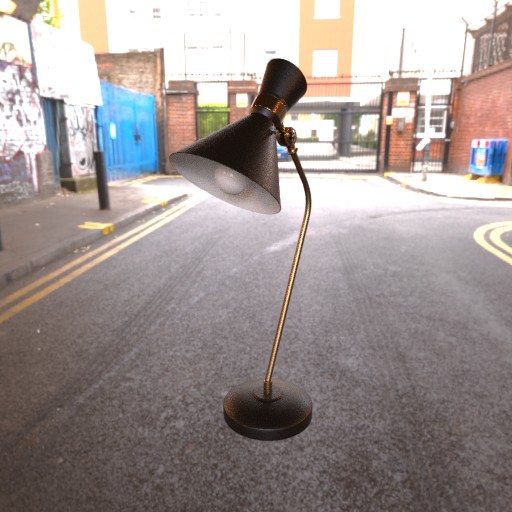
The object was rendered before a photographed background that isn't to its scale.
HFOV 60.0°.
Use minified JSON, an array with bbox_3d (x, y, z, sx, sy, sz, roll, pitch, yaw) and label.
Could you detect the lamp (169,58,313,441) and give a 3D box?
[{"bbox_3d":[0.000,0.000,0.766,0.292,0.647,0.189,-14,20,-43],"label":"lamp"}]
